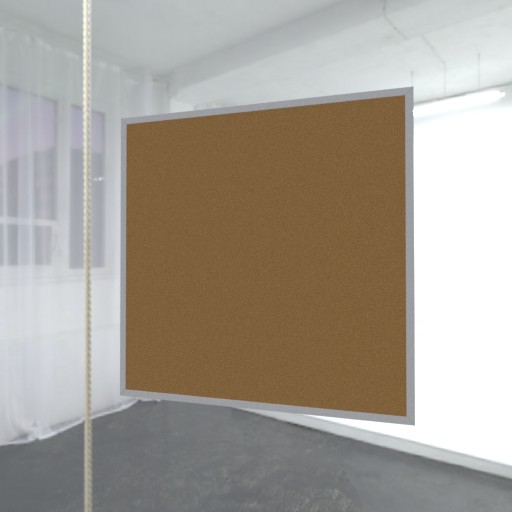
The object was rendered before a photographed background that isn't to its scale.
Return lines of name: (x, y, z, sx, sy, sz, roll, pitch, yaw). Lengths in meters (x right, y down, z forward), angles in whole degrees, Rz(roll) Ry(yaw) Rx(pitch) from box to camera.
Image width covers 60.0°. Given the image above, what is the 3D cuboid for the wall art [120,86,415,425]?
wall art: (0.000, 0.000, 0.758, 0.509, 0.509, 0.040, 0, -1, 17)
